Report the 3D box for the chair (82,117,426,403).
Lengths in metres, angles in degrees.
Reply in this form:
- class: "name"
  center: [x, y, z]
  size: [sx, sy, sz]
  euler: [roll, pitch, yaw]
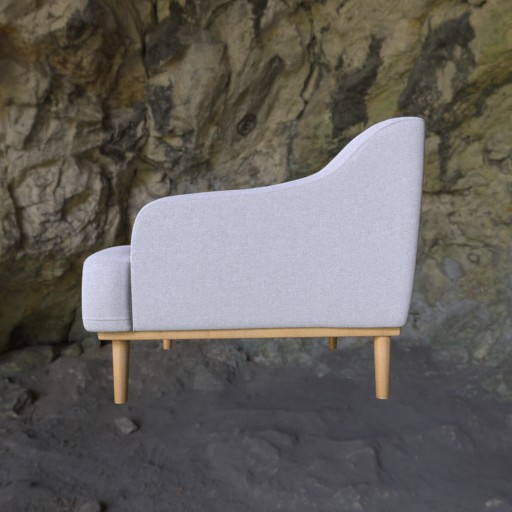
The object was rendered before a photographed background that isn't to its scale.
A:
- class: "chair"
  center: [0.000, 0.000, 1.620]
  size: [0.951, 0.818, 0.946]
  euler: [0, -1, -2]
